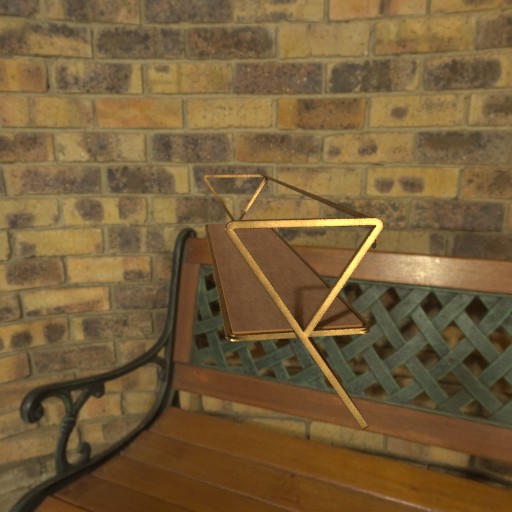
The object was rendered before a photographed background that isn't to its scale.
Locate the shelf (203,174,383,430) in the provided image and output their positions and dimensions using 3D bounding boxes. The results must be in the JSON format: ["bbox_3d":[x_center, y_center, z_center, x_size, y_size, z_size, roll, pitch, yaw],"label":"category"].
[{"bbox_3d":[0.000,0.000,0.743,0.150,0.229,0.645,-2,14,-8],"label":"shelf"}]
